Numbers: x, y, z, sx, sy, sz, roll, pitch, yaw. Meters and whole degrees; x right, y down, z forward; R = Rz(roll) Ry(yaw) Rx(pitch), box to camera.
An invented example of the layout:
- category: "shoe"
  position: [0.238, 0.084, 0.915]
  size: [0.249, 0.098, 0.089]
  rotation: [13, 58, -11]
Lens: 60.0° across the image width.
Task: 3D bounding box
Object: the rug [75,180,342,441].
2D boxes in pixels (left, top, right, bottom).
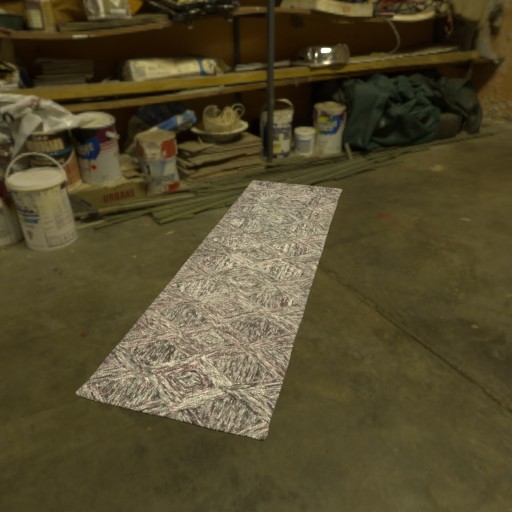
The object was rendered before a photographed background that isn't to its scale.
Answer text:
- category: "rug"
  position: [0.000, 0.000, 2.472]
  size: [0.719, 0.013, 2.305]
  rotation: [8, 31, 14]
